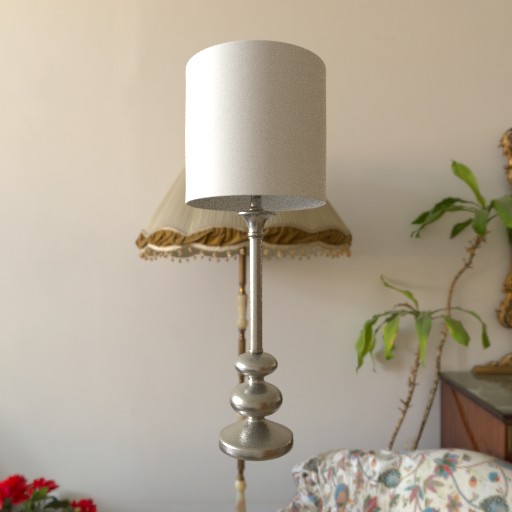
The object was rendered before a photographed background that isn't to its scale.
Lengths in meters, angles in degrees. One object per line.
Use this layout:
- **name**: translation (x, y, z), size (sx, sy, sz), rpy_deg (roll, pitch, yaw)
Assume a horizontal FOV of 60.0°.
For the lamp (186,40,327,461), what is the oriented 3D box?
- **lamp**: translation (0.000, 0.000, 0.809), size (0.254, 0.690, 0.254), rpy_deg (0, 0, -35)
